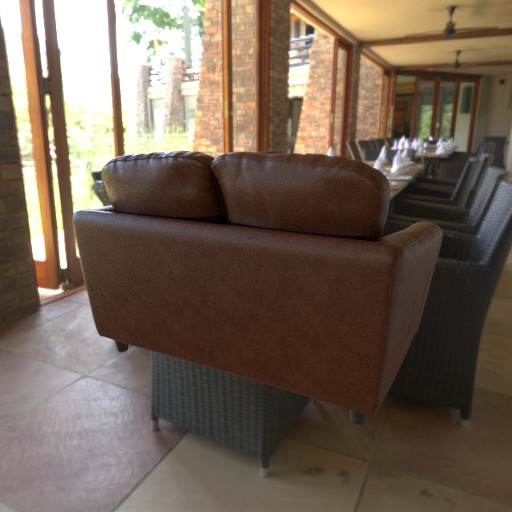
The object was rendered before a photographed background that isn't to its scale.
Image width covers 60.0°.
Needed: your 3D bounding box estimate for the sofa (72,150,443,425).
[{"bbox_3d":[0.000,0.000,1.919,1.406,0.906,0.805,8,17,27],"label":"sofa"}]
